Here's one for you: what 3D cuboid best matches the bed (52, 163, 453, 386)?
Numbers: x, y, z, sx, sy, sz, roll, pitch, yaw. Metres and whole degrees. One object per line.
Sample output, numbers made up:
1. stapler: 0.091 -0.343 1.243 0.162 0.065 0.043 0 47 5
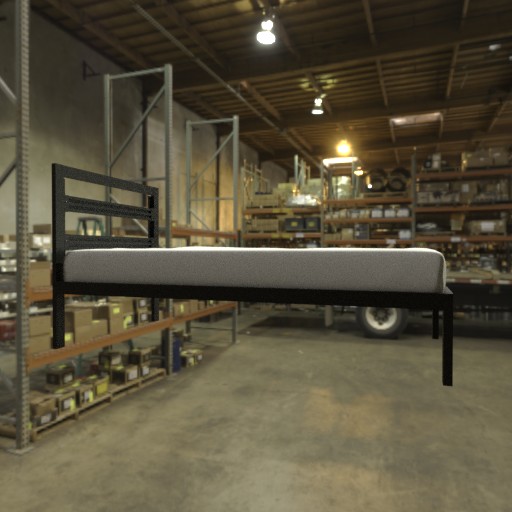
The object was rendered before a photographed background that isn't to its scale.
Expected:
1. bed: 0.000 0.000 2.463 1.930 0.967 0.991 0 1 19
